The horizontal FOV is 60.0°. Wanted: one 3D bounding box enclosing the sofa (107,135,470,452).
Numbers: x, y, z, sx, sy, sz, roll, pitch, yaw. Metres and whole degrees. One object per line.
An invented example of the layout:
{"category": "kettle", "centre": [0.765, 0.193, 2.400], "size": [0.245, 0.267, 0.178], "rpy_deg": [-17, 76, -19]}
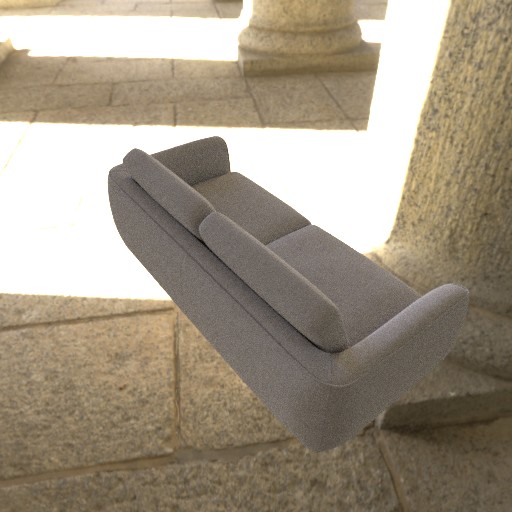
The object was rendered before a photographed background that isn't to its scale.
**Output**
{"category": "sofa", "centre": [0.000, 0.000, 2.409], "size": [0.920, 0.850, 2.000], "rpy_deg": [-26, 47, -28]}
